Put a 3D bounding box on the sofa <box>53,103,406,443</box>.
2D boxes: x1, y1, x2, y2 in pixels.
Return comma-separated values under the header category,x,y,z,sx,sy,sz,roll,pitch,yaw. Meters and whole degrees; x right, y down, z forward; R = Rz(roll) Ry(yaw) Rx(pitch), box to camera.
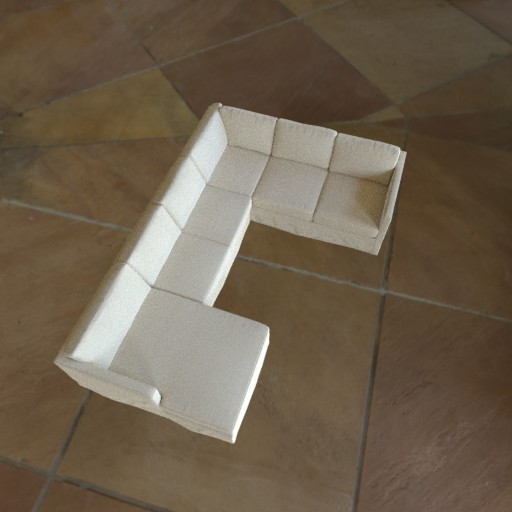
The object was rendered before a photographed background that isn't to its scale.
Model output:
category,x,y,z,sx,sy,sz,roll,pitch,yaw
sofa,0.000,0.000,4.560,2.448,0.882,3.464,16,59,10
